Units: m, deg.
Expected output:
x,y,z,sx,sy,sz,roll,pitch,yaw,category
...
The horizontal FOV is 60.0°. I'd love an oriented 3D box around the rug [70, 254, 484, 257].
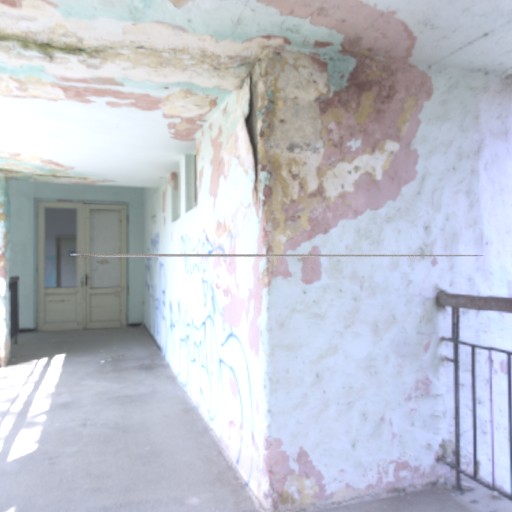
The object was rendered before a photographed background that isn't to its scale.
x,y,z,sx,sy,sz,roll,pitch,yaw,category
0.000,0.000,4.186,3.043,0.013,2.444,0,0,-18,rug
